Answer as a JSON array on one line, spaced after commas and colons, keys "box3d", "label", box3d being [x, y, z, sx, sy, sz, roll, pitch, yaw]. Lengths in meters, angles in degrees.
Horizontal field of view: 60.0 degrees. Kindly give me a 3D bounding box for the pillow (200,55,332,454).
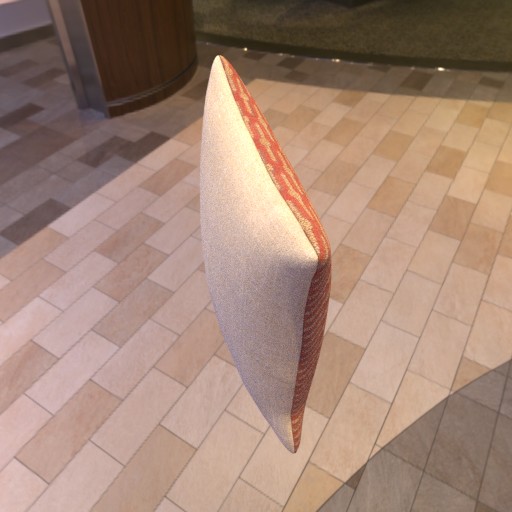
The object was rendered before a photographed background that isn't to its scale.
[{"box3d": [0.000, 0.000, 0.775, 0.182, 0.503, 0.511, -10, 47, -10], "label": "pillow"}]
